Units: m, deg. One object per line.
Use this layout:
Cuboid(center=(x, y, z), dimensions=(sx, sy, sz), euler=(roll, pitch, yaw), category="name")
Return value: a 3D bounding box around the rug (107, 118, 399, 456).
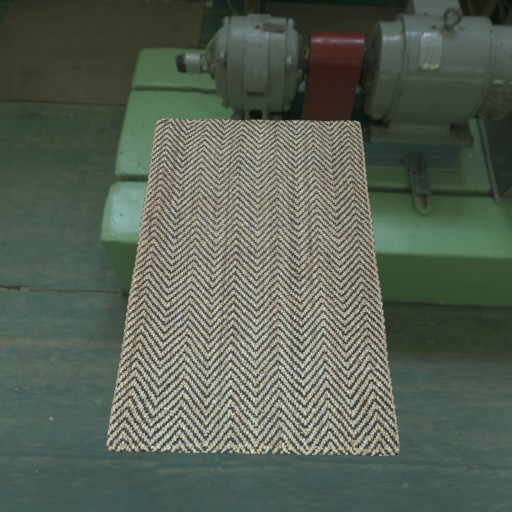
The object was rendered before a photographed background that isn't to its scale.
Cuboid(center=(0.000, 0.000, 2.239), dimensions=(1.219, 0.008, 1.828), euler=(1, 63, 0), category="rug")
